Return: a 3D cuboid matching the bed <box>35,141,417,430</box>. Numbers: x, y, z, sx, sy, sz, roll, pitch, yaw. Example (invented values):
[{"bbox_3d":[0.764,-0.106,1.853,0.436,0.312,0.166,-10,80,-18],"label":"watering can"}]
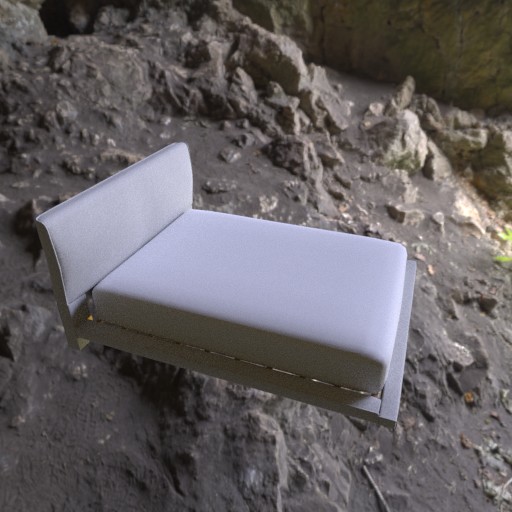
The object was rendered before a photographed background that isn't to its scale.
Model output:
[{"bbox_3d":[0.000,0.000,3.381,2.368,1.067,1.840,11,32,18],"label":"bed"}]
